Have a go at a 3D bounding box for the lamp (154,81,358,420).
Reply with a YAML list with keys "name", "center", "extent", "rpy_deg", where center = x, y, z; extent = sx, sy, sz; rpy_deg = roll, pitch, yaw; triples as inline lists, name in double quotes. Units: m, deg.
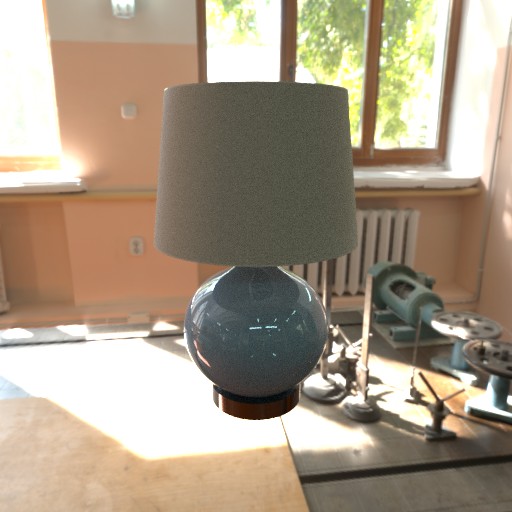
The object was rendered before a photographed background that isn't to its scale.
- name: "lamp"
  center: [0.000, 0.000, 0.553]
  extent: [0.247, 0.387, 0.247]
  rpy_deg: [0, 15, 0]
